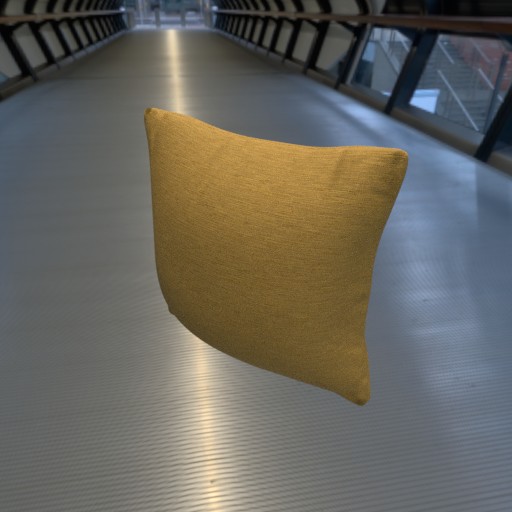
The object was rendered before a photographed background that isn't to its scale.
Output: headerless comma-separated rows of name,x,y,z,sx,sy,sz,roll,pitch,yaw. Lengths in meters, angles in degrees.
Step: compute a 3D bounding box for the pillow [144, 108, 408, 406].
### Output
pillow,0.000,0.000,0.714,0.435,0.417,0.247,19,35,30
